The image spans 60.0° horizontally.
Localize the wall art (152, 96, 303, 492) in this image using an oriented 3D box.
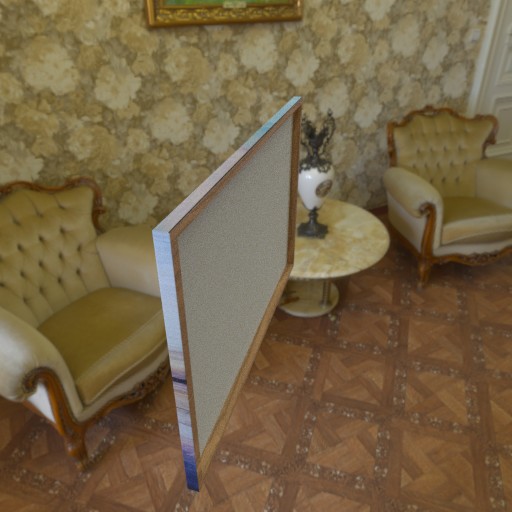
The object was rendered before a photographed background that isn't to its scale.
[{"bbox_3d":[0.000,0.000,1.413,0.034,0.756,1.137,9,32,14],"label":"wall art"}]
